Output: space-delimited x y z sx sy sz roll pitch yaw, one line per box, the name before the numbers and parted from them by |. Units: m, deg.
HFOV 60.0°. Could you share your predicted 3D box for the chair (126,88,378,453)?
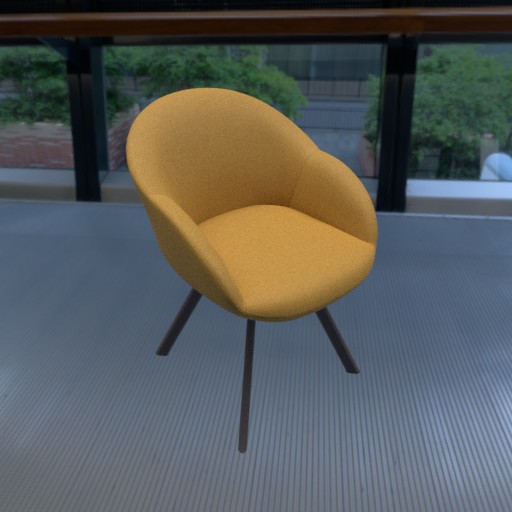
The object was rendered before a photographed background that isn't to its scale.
chair | 0.000 0.000 1.216 0.551 0.793 0.583 -22 37 -32
